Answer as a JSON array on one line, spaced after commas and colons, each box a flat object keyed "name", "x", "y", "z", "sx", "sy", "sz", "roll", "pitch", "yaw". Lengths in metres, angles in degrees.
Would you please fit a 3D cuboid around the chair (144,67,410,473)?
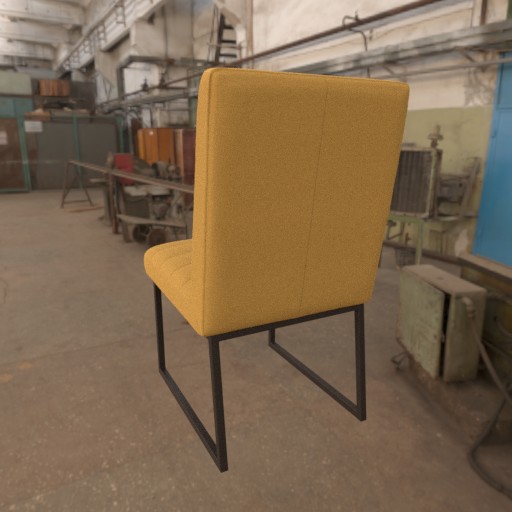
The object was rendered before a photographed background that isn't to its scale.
[{"name": "chair", "x": 0.000, "y": 0.000, "z": 1.295, "sx": 0.520, "sy": 0.930, "sz": 0.634, "roll": -8, "pitch": 17, "yaw": -27}]
